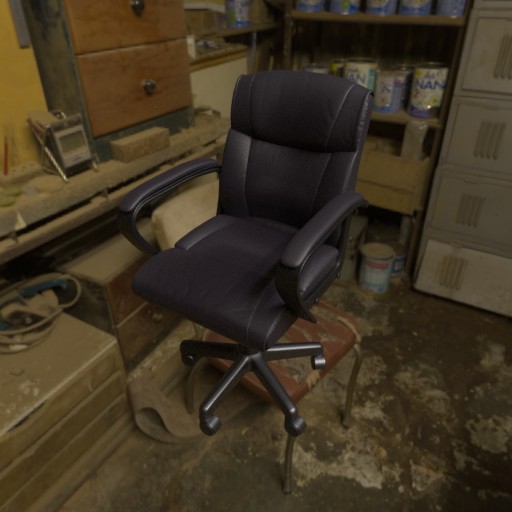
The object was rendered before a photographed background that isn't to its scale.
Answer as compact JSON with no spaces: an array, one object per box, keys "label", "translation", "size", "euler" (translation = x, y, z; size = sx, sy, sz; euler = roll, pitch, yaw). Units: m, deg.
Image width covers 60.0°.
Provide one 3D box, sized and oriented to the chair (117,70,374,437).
[{"label":"chair","translation":[0.000,0.000,1.382],"size":[0.576,0.998,0.641],"euler":[19,36,27]}]
